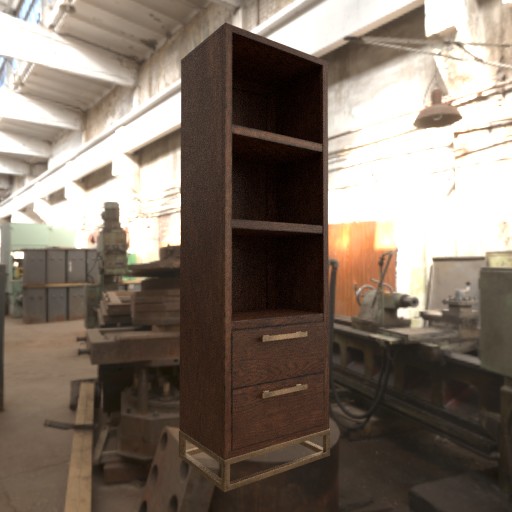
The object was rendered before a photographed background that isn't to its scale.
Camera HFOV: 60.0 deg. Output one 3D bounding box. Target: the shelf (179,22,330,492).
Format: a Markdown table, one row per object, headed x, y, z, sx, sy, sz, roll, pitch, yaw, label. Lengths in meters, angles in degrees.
| x | y | z | sx | sy | sz | roll | pitch | yaw | label |
| --- | --- | --- | --- | --- | --- | --- | --- | --- | --- |
| 0.000 | 0.000 | 1.931 | 0.539 | 1.732 | 0.395 | 1 | -2 | -36 | shelf |
